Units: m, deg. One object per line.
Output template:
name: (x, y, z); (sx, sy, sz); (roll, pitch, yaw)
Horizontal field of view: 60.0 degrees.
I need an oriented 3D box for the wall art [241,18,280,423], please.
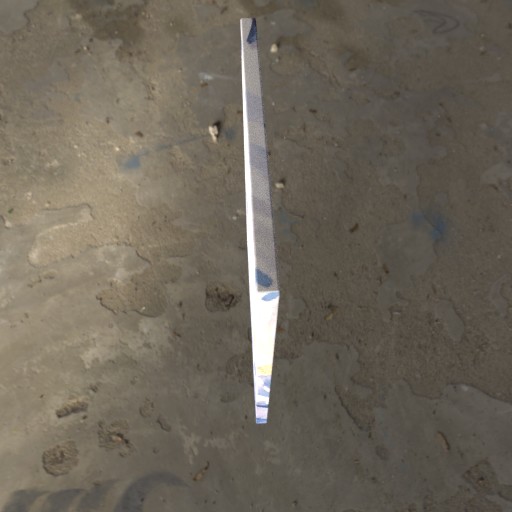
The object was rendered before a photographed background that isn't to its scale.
wall art: (0.000, 0.000, 1.328); (0.038, 1.015, 0.761); (-2, 58, -2)
